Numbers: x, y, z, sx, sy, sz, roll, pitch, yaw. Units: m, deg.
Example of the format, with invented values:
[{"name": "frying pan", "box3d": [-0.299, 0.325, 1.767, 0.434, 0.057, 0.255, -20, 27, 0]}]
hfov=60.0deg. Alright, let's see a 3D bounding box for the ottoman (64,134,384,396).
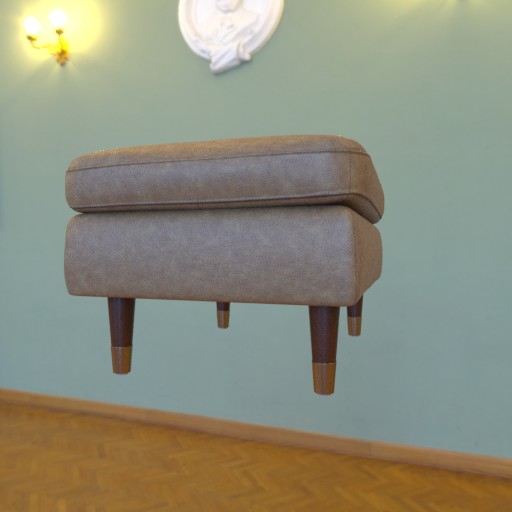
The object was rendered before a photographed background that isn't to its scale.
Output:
[{"name": "ottoman", "box3d": [0.000, 0.000, 1.096, 0.593, 0.478, 0.747, 0, 1, 18]}]
